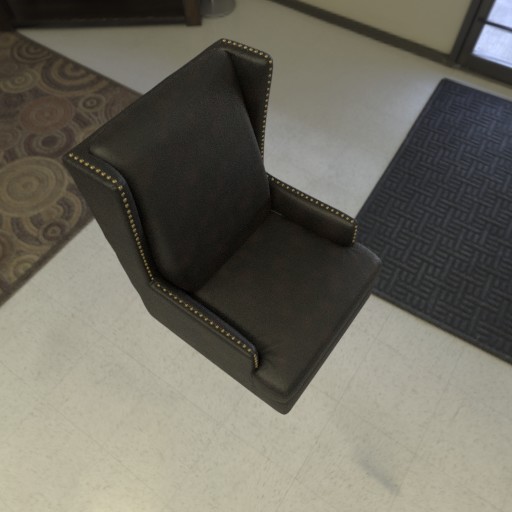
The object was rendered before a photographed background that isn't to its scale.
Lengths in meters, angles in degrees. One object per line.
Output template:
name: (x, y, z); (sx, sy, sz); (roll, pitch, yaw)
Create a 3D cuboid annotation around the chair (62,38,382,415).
chair: (0.000, 0.000, 1.653); (0.799, 1.142, 0.703); (33, 64, 18)
